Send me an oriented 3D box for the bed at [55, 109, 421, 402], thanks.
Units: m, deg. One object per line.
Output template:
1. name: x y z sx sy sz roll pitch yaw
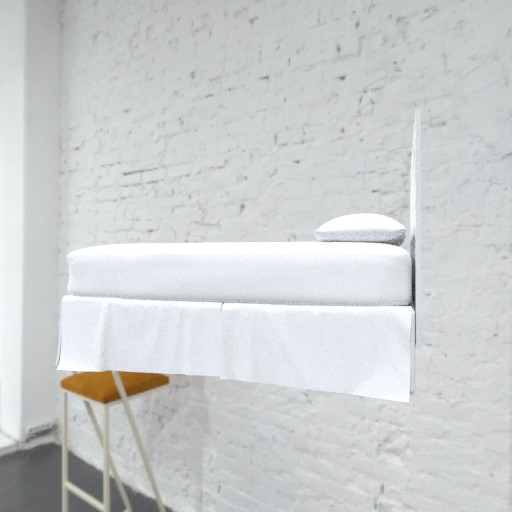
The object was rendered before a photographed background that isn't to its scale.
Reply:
1. bed: 0.000 0.000 3.081 2.094 1.335 1.745 0 0 18
